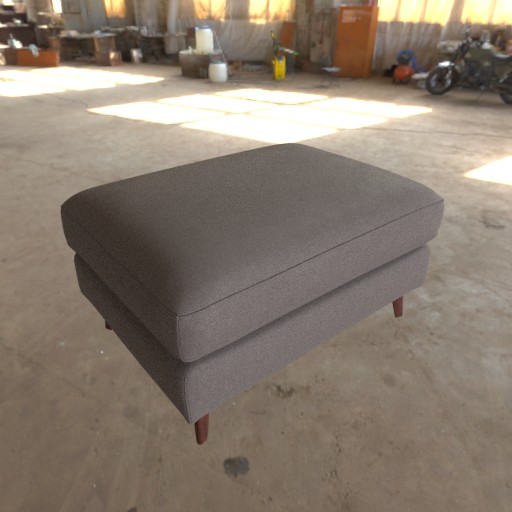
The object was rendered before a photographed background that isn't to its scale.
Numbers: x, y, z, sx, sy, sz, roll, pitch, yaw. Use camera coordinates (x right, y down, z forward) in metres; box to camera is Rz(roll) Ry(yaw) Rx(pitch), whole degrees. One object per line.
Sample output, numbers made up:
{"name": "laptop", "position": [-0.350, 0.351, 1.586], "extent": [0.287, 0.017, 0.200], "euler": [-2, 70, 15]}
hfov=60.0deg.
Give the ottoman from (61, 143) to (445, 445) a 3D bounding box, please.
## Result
{"name": "ottoman", "position": [0.000, 0.000, 1.176], "extent": [0.811, 0.449, 0.608], "euler": [-22, 36, -33]}
